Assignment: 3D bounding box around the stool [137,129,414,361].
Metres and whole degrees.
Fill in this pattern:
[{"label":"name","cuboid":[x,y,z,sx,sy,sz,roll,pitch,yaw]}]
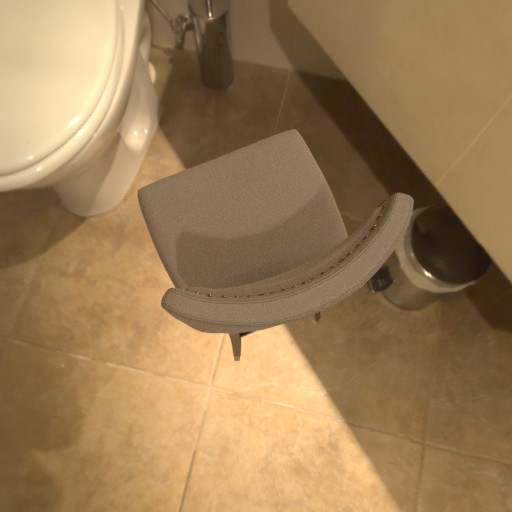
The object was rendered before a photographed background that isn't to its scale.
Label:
[{"label":"stool","cuboid":[0.000,0.000,1.360,0.526,1.092,0.563,-23,75,-7]}]
